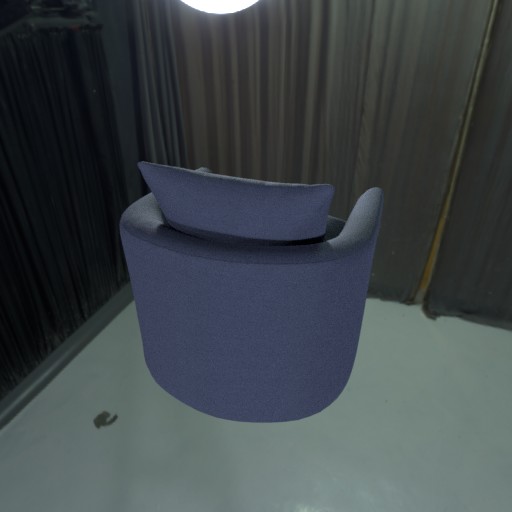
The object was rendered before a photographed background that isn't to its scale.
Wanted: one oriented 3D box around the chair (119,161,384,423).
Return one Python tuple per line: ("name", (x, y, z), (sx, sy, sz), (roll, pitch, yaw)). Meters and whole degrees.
("chair", (0.000, 0.000, 1.657), (0.845, 0.848, 0.910), (9, 33, 15))
